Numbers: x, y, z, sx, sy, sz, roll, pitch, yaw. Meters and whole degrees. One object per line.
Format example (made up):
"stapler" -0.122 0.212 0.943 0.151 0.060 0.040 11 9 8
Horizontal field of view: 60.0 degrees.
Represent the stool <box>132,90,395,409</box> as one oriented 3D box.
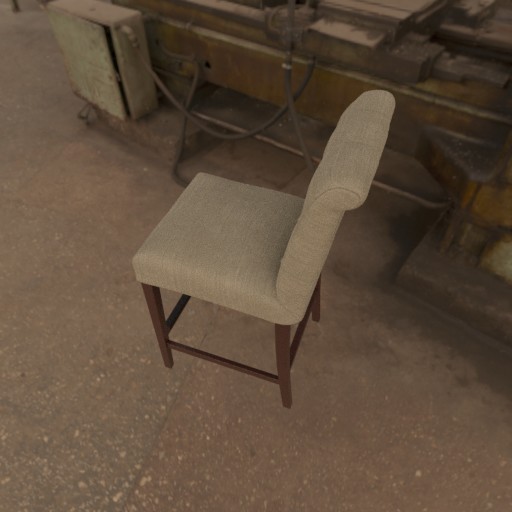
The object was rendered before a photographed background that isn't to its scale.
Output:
"stool" 0.000 0.000 1.506 0.660 1.084 0.486 15 48 14
